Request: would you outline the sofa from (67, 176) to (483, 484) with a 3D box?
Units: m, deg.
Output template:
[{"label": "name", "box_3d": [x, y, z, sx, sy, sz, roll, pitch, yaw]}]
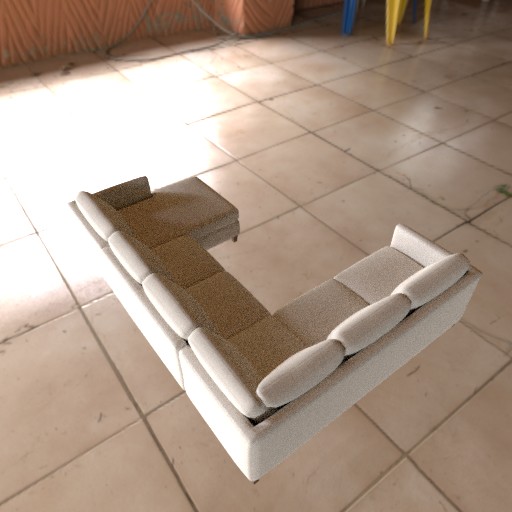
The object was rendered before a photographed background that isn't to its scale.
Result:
[{"label": "sofa", "box_3d": [0.000, 0.000, 4.379, 2.551, 0.853, 3.238, -27, 48, -27]}]
